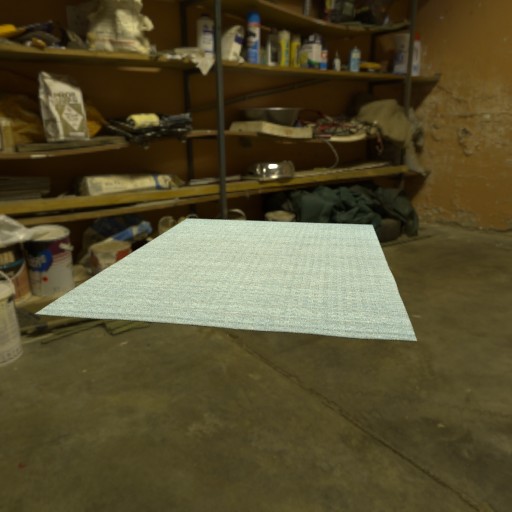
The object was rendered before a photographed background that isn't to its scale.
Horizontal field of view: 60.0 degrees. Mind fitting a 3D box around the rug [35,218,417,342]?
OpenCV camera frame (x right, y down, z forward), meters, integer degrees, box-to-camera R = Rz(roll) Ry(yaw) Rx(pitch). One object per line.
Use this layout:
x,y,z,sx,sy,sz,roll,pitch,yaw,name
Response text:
0.000,0.000,4.252,2.443,0.007,3.200,3,17,9,rug
